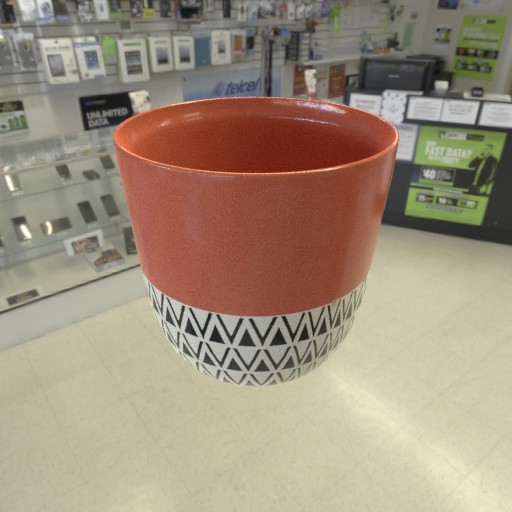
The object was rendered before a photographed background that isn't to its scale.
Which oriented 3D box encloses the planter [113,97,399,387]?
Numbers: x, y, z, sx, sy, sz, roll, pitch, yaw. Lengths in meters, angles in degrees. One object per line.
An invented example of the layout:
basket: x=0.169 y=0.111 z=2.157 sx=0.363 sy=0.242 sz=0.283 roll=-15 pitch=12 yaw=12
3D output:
planter: x=0.000 y=0.000 z=0.366 sx=0.195 sy=0.214 sz=0.195 roll=0 pitch=31 yaw=0
